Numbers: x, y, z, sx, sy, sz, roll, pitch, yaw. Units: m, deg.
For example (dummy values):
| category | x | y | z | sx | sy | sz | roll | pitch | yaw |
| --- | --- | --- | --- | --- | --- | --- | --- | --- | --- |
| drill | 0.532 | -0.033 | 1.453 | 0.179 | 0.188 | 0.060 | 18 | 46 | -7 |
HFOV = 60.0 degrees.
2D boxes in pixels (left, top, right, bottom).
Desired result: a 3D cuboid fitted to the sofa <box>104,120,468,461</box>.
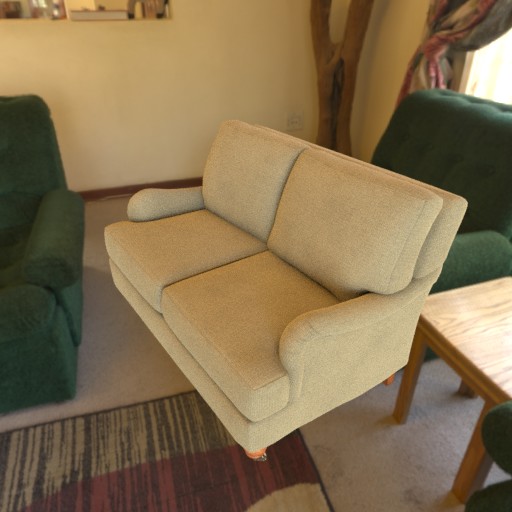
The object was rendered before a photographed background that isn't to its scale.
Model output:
| category | x | y | z | sx | sy | sz | roll | pitch | yaw |
| --- | --- | --- | --- | --- | --- | --- | --- | --- | --- |
| sofa | 0.000 | 0.000 | 2.189 | 1.087 | 0.999 | 1.480 | -20 | 36 | -30 |
